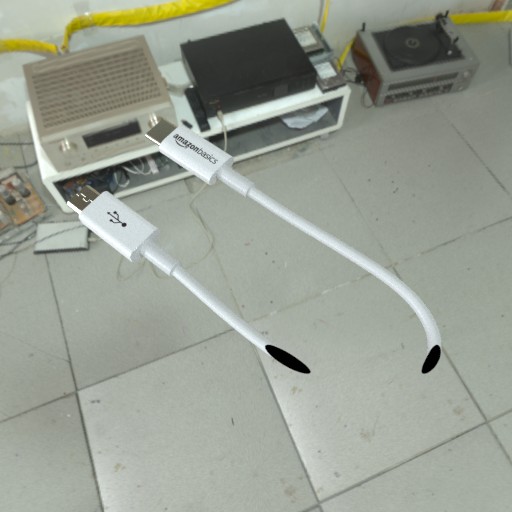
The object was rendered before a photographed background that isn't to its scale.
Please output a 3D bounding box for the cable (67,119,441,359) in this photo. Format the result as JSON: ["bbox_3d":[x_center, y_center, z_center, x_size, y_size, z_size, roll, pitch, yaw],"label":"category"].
[{"bbox_3d":[0.000,0.000,0.112,0.098,0.006,0.040,35,69,16],"label":"cable"}]
